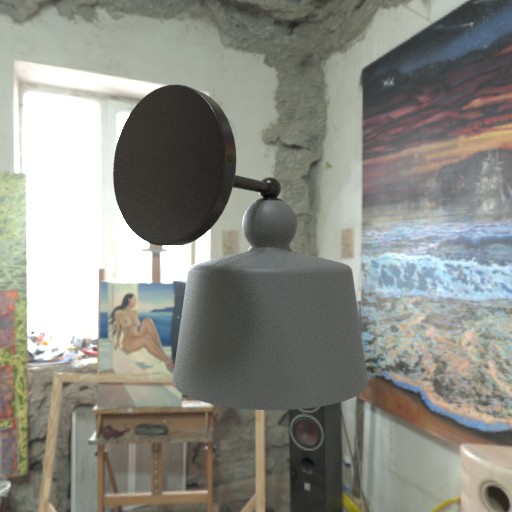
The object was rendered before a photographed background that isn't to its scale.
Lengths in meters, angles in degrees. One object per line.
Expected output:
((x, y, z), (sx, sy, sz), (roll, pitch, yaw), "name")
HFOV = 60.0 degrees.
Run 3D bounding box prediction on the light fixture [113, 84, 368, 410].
((0.000, 0.000, 0.452), (0.204, 0.268, 0.254), (0, 0, 35), "light fixture")
